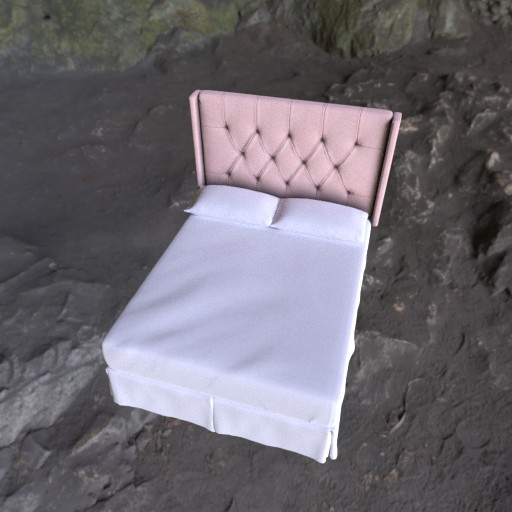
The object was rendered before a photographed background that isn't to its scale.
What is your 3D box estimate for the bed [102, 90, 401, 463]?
[{"bbox_3d":[0.000,0.000,3.359,1.719,1.665,2.066,11,42,12],"label":"bed"}]
